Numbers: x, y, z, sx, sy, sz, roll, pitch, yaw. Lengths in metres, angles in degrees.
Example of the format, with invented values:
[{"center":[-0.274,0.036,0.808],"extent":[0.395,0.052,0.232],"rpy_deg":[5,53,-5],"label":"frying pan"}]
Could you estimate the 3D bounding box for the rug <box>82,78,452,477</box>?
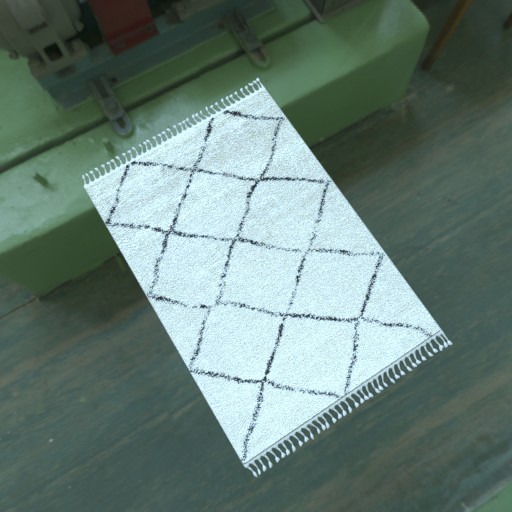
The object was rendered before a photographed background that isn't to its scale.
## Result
[{"center":[0.000,0.000,2.950],"extent":[1.494,0.031,2.307],"rpy_deg":[-31,77,-8],"label":"rug"}]
